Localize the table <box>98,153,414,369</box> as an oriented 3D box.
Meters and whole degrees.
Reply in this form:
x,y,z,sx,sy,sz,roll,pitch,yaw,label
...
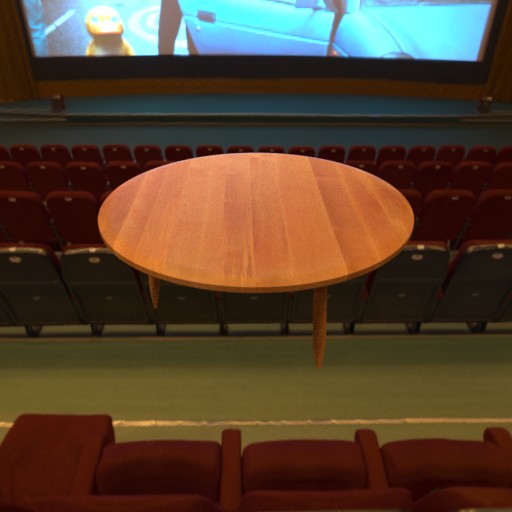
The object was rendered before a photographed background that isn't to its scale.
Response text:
x,y,z,sx,sy,sz,roll,pitch,yaw,label
0.000,0.000,1.418,0.900,0.400,0.900,0,31,0,table
